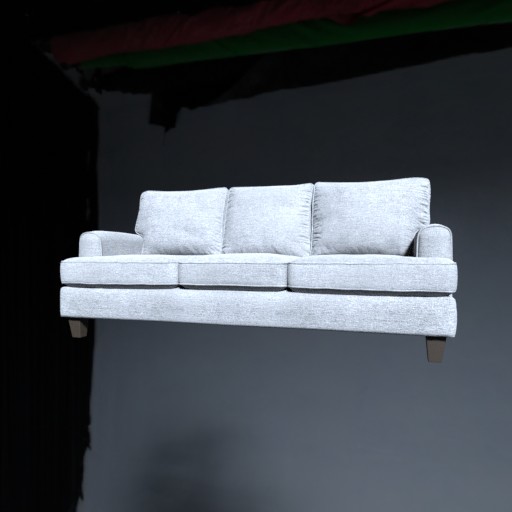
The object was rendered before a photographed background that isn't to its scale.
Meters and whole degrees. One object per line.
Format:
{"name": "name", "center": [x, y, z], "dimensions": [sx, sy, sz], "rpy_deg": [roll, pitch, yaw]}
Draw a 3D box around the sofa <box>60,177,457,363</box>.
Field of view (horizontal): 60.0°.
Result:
{"name": "sofa", "center": [0.000, 0.000, 2.700], "dimensions": [2.158, 0.965, 0.951], "rpy_deg": [0, 0, 18]}
